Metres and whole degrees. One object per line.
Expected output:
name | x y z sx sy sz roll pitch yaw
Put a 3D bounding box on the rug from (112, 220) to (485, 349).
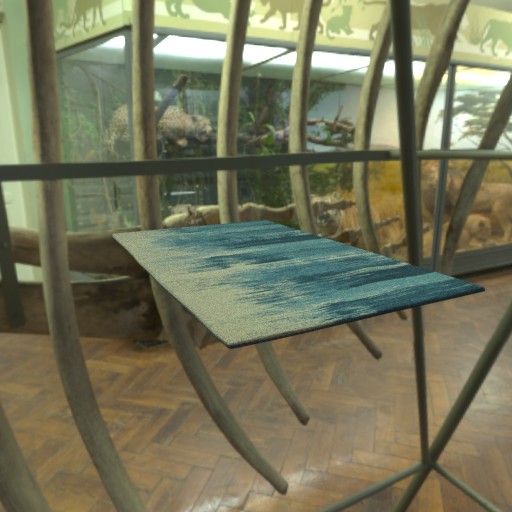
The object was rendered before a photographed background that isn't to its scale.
rug | 0.000 0.000 3.087 1.540 0.027 2.450 -7 16 -27
